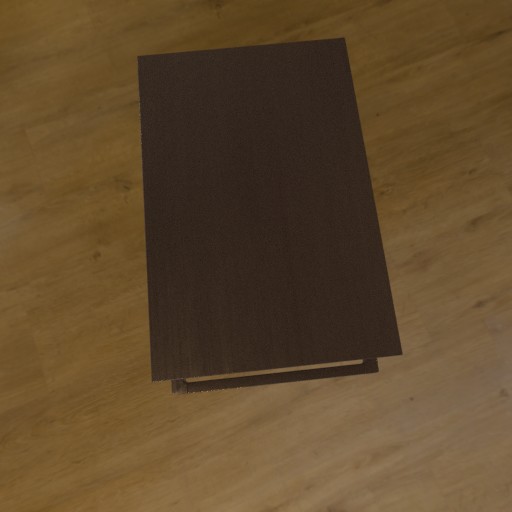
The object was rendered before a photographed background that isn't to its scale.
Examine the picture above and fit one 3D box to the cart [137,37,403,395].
[{"bbox_3d":[0.000,0.000,1.270,0.449,0.878,0.690,-6,76,-1],"label":"cart"}]
